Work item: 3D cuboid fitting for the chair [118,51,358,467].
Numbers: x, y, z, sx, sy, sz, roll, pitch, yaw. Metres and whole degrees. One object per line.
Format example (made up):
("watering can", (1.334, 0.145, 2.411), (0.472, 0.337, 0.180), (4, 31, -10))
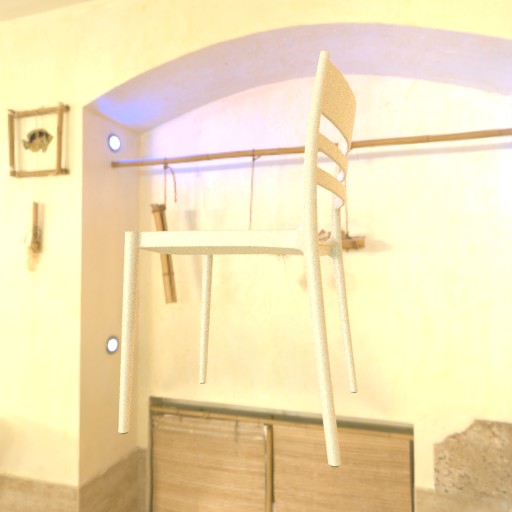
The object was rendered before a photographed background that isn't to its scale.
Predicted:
("chair", (0.000, 0.000, 1.150), (0.511, 0.800, 0.531), (0, -2, 16))
